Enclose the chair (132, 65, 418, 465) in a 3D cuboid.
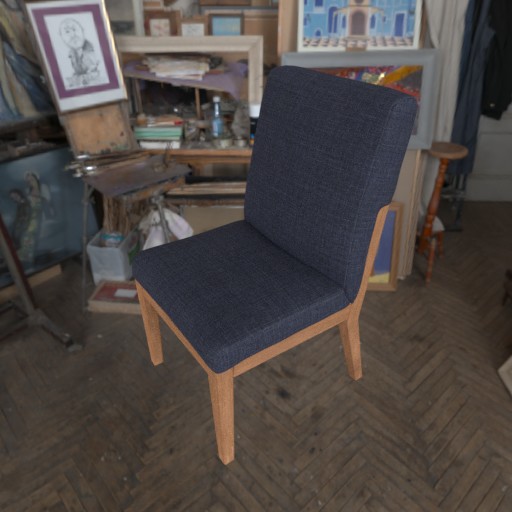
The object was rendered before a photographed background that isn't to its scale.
[{"bbox_3d":[0.000,0.000,1.265,0.586,0.911,0.507,-21,39,-29],"label":"chair"}]
